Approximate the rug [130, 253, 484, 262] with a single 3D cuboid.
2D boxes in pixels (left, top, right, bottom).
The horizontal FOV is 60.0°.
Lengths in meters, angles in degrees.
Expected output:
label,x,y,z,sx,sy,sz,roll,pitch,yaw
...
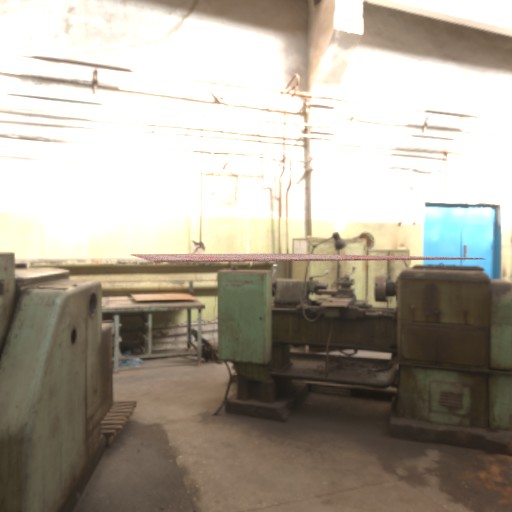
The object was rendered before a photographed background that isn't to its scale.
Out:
label,x,y,z,sx,sy,sz,roll,pitch,yaw
rug,0.000,0.000,2.333,1.219,0.006,1.829,0,1,-18
